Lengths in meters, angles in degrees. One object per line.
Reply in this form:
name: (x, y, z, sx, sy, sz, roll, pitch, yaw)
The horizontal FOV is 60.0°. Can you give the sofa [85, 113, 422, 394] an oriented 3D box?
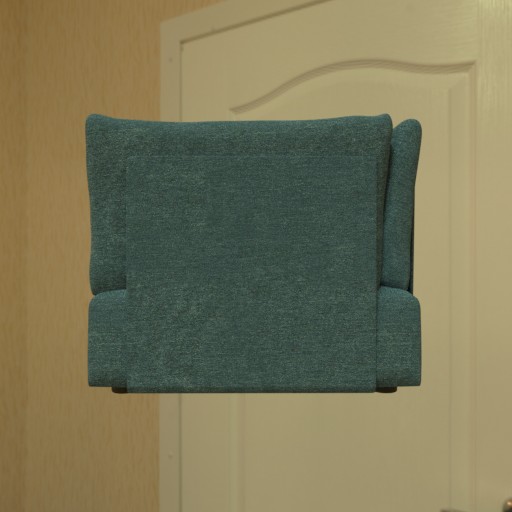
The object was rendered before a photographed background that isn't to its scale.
sofa: (0.000, 0.000, 1.737, 1.000, 0.820, 1.000, 0, 0, 0)
